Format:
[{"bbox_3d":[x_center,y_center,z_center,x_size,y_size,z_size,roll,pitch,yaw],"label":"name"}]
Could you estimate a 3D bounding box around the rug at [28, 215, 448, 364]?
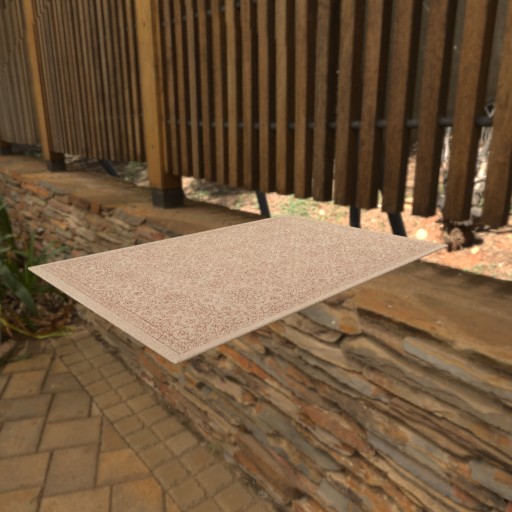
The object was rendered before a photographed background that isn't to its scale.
[{"bbox_3d":[0.000,0.000,2.287,1.829,0.010,1.219,-16,23,-42],"label":"rug"}]
